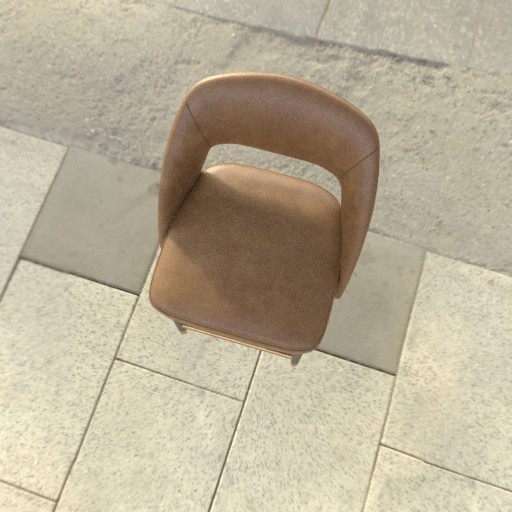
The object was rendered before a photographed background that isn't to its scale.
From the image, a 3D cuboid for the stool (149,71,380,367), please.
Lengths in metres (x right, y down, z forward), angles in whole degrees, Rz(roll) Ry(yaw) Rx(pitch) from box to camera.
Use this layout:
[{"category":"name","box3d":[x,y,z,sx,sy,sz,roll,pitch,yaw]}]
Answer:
[{"category":"stool","box3d":[0.000,0.000,1.249,0.494,0.940,0.509,15,77,4]}]
